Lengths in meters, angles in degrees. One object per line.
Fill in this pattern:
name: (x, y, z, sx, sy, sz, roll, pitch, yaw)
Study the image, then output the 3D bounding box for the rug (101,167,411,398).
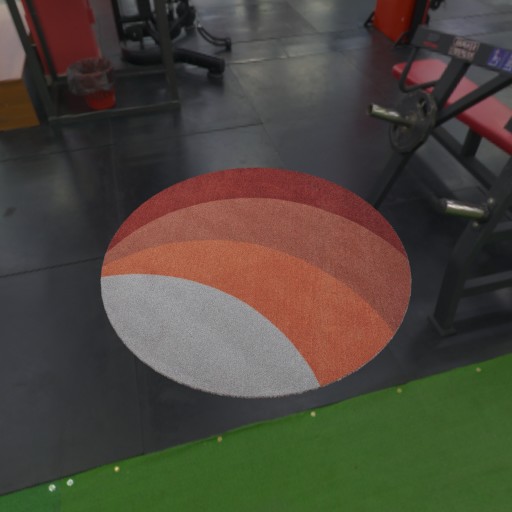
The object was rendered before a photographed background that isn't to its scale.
rug: (0.000, 0.000, 2.225, 1.514, 0.015, 1.514, 0, 46, 0)
